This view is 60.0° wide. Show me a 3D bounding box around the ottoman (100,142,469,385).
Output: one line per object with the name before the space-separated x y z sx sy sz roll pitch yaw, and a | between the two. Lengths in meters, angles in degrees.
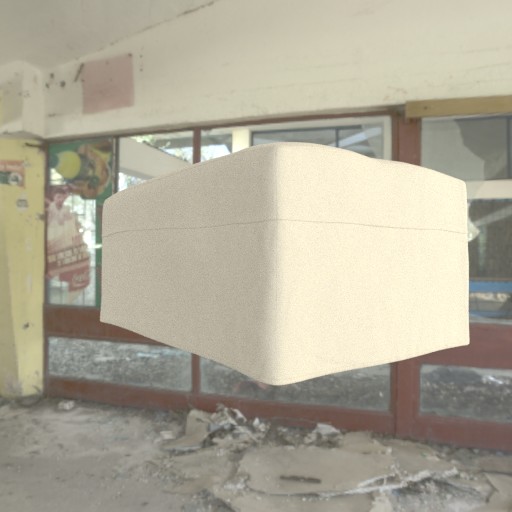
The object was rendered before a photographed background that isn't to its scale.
ottoman | 0.000 0.000 1.177 0.590 0.444 0.872 0 0 -37
